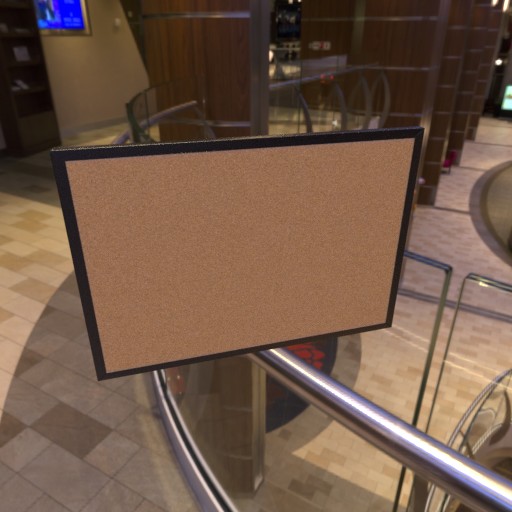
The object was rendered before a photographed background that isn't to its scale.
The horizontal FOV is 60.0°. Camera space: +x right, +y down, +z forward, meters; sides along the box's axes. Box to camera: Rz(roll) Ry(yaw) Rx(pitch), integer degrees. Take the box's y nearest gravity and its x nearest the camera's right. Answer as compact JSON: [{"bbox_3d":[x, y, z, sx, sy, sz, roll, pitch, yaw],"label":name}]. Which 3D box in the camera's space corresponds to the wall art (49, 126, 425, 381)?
[{"bbox_3d":[0.000,0.000,0.578,0.440,0.306,0.013,-7,28,-14],"label":"wall art"}]
